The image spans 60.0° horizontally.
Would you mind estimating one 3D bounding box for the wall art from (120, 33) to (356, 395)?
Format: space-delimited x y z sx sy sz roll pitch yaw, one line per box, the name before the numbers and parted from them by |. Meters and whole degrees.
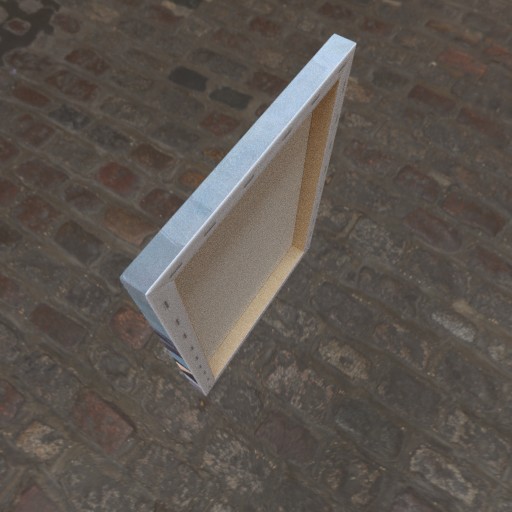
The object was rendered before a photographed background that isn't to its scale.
wall art | 0.000 0.000 0.809 0.037 0.613 0.455 31 67 14
